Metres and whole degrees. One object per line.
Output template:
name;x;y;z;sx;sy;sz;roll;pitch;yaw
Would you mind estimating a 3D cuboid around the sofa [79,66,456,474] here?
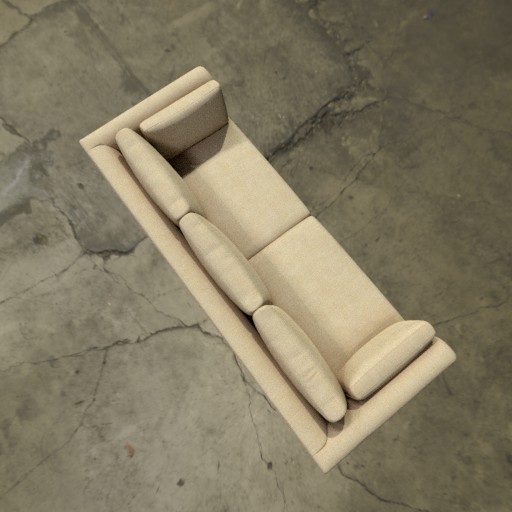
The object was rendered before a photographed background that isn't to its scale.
sofa;0.000;0.000;2.898;0.969;0.867;2.415;-36;77;-10
